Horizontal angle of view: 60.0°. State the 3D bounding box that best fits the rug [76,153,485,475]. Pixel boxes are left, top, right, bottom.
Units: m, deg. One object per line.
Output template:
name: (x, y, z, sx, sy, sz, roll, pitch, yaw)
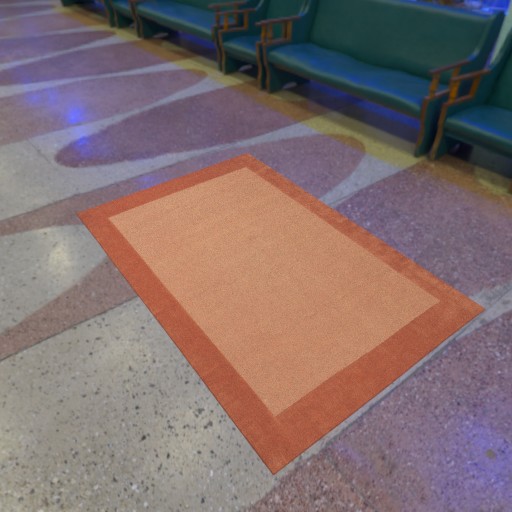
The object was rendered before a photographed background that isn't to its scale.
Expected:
rug: (0.000, 0.000, 2.278, 1.219, 0.014, 1.829, -26, 47, -27)
